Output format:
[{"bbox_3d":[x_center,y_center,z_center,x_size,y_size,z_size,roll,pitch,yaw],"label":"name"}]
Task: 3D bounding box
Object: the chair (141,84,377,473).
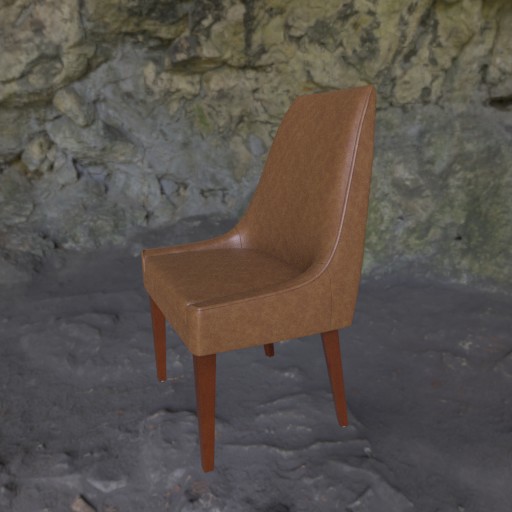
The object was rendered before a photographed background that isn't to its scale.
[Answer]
[{"bbox_3d":[0.000,0.000,1.196,0.544,0.861,0.529,-7,16,-25],"label":"chair"}]
